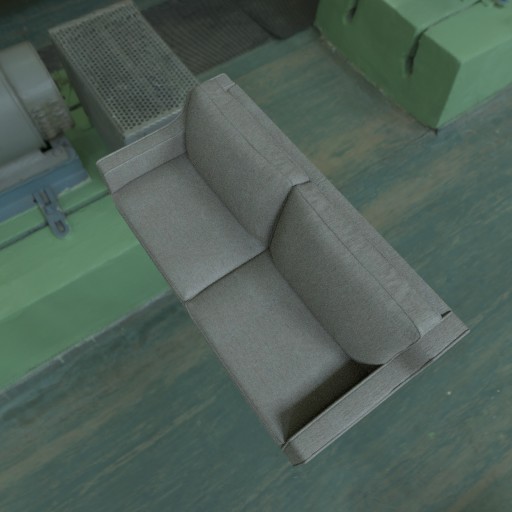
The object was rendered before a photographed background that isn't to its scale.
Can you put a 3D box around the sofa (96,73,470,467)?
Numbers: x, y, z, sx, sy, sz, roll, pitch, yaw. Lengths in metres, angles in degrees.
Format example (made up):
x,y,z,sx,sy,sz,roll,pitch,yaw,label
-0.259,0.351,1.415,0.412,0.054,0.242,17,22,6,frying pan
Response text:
x,y,z,sx,sy,sz,roll,pitch,yaw,label
0.000,0.000,2.743,1.073,1.074,2.181,-33,68,-15,sofa
